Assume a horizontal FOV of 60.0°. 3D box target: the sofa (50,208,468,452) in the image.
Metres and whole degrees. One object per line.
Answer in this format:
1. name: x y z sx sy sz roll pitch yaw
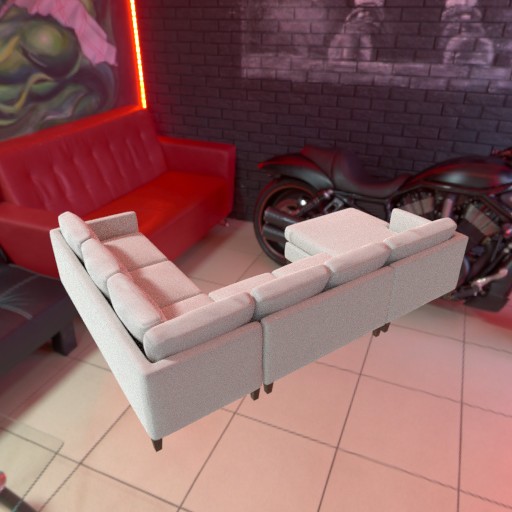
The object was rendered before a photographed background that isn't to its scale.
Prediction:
1. sofa: 0.000 0.000 4.605 3.459 0.956 2.593 -18 34 -30
